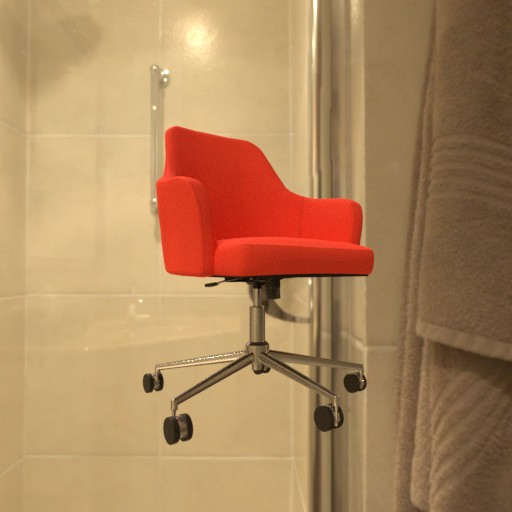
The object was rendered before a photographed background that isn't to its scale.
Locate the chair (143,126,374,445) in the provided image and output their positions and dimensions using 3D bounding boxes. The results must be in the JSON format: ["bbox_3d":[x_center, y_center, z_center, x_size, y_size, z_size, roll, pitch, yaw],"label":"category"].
[{"bbox_3d":[0.000,0.000,1.251,0.655,0.820,0.600,1,-2,-37],"label":"chair"}]
